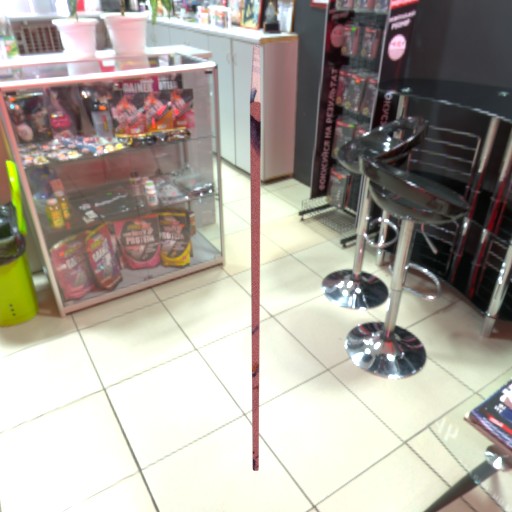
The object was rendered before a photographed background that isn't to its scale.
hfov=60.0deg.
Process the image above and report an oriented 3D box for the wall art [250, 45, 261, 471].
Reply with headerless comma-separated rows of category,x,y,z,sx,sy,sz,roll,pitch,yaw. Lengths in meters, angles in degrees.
wall art,0.000,0.000,1.141,0.016,0.914,0.610,0,32,0
